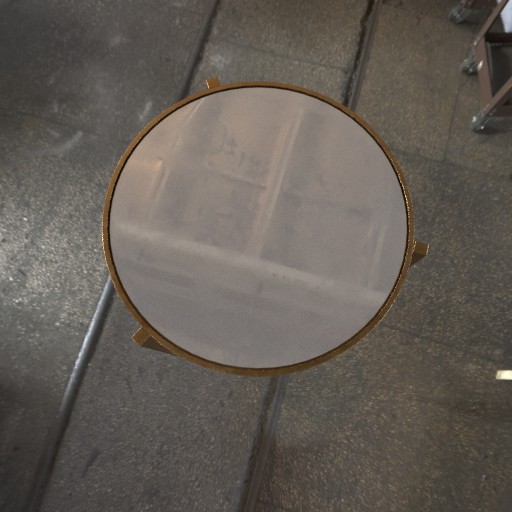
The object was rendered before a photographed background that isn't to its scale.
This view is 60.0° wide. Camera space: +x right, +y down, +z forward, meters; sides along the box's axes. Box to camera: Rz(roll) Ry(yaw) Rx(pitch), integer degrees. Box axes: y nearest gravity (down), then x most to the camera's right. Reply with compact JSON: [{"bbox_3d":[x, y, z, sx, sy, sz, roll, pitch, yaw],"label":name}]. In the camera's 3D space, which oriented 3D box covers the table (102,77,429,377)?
[{"bbox_3d":[0.000,0.000,0.461,0.231,0.269,0.243,-17,75,-5],"label":"table"}]
